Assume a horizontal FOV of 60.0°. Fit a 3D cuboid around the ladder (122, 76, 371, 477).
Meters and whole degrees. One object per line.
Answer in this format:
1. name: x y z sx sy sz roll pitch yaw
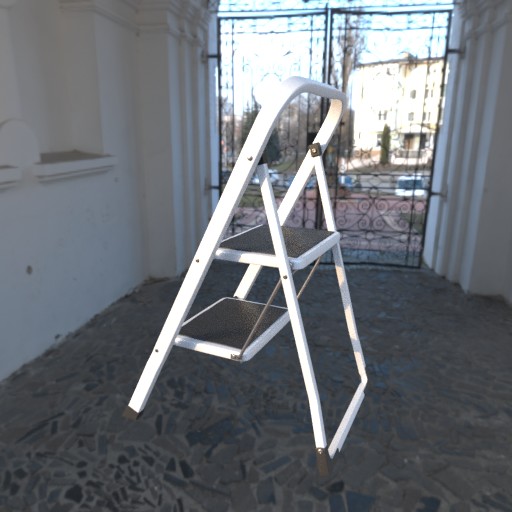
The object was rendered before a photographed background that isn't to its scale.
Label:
1. ladder: 0.000 0.000 1.115 0.544 0.810 0.460 8 17 25
